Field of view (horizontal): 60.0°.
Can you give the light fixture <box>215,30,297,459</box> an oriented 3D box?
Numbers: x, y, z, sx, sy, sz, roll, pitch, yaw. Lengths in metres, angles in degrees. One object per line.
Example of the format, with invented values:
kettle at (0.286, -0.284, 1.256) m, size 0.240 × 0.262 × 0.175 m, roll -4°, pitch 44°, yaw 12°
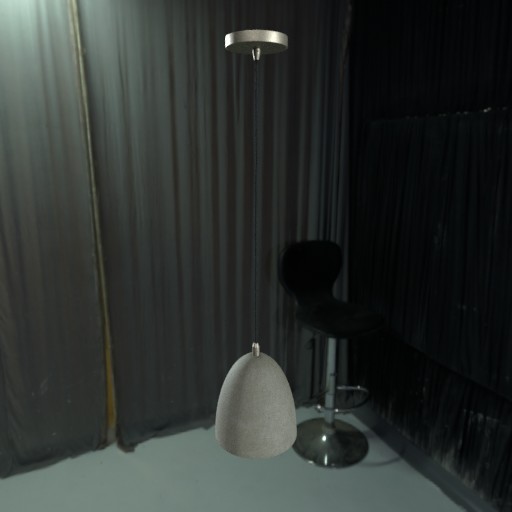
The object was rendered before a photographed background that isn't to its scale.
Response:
light fixture at (0.000, 0.000, 0.839) m, size 0.170 × 0.759 × 0.170 m, roll -7°, pitch 16°, yaw -27°
